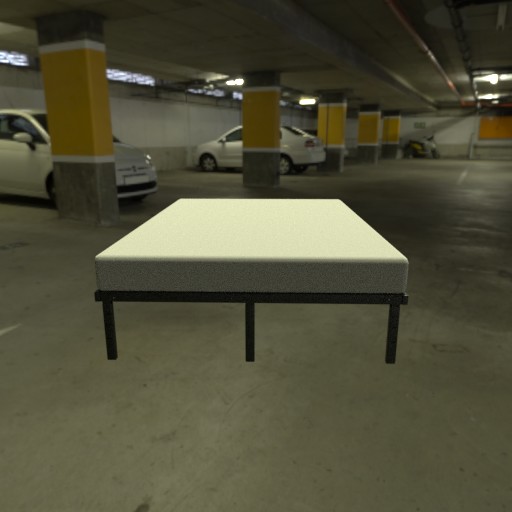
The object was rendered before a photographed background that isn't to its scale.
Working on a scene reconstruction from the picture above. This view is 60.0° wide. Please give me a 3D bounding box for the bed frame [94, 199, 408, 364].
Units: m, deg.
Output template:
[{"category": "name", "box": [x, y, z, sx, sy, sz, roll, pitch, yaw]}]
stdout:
[{"category": "bed frame", "box": [0.000, 0.000, 3.960, 2.205, 0.680, 2.842, 2, 15, 9]}]
